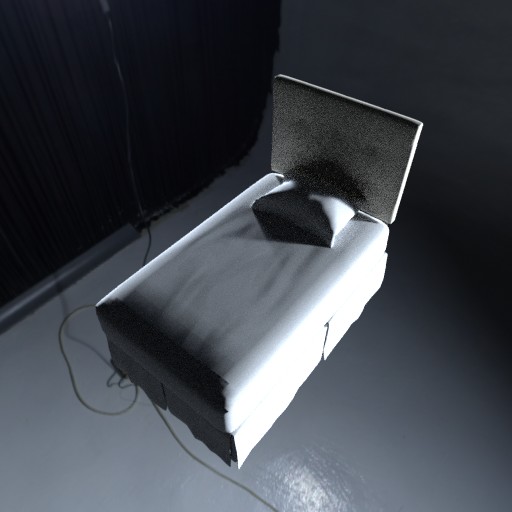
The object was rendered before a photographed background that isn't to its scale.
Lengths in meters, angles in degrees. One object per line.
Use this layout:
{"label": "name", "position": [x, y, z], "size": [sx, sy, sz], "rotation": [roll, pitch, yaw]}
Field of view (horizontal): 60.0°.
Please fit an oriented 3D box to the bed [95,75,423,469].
{"label": "bed", "position": [0.000, 0.000, 3.057], "size": [1.261, 1.571, 1.997], "rotation": [30, 53, 26]}
